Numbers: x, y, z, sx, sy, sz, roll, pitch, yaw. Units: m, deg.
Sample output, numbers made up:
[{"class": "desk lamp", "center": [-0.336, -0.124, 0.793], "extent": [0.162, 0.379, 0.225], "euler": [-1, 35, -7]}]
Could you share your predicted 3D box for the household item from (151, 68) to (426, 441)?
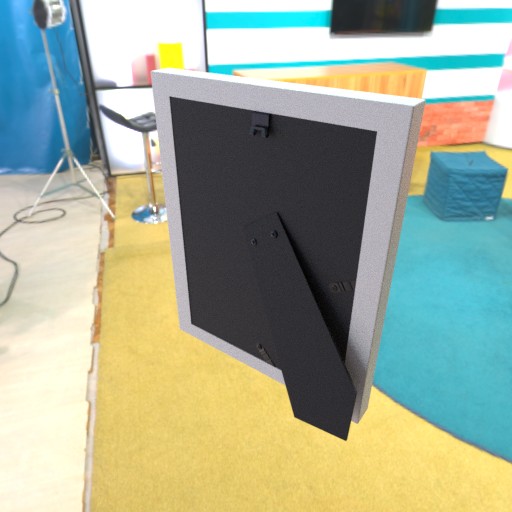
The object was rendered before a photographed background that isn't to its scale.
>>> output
[{"class": "household item", "center": [0.000, 0.000, 0.343], "extent": [0.200, 0.250, 0.045], "euler": [21, 36, 30]}]
